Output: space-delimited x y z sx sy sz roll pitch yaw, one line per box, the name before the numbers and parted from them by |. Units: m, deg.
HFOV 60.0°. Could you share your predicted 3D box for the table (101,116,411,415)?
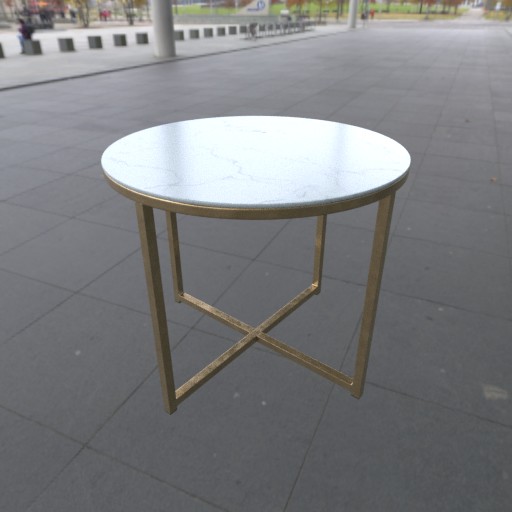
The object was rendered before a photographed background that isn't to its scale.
table | 0.000 0.000 0.849 0.500 0.420 0.500 0 29 0
